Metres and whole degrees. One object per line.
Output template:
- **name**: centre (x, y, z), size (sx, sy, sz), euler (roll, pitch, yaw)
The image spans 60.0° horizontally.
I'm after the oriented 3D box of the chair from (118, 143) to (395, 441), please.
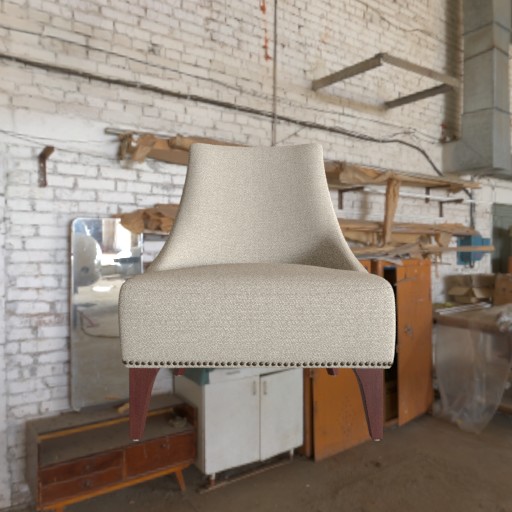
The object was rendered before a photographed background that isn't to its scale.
- **chair**: centre (0.000, 0.000, 1.488), size (0.701, 0.909, 0.861), euler (0, 1, 0)
